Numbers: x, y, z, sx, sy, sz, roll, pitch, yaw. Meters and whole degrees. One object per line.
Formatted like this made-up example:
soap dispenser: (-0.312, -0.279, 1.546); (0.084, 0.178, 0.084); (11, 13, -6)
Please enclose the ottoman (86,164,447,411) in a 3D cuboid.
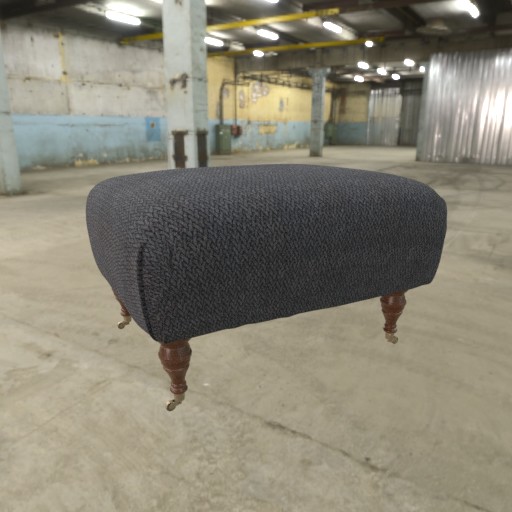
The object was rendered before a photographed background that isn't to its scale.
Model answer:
ottoman: (0.000, 0.000, 1.133); (0.747, 0.450, 0.622); (-8, 17, -28)
